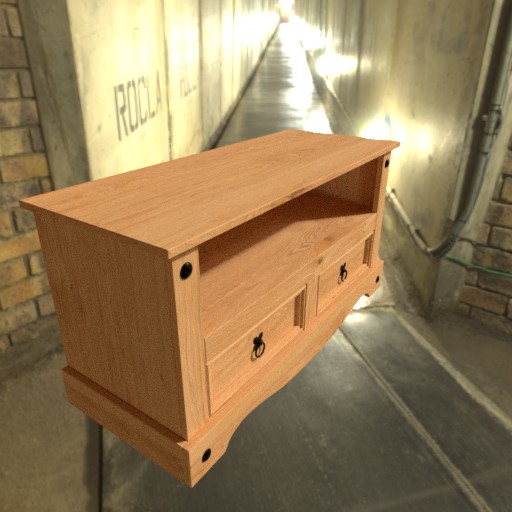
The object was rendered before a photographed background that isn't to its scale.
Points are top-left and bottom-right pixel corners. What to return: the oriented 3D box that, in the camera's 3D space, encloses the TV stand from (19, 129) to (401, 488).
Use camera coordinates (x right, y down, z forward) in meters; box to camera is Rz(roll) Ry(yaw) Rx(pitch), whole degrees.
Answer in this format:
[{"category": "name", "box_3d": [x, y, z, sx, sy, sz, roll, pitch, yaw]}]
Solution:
[{"category": "TV stand", "box_3d": [0.000, 0.000, 1.316, 0.440, 0.550, 1.080, 17, 30, 32]}]
